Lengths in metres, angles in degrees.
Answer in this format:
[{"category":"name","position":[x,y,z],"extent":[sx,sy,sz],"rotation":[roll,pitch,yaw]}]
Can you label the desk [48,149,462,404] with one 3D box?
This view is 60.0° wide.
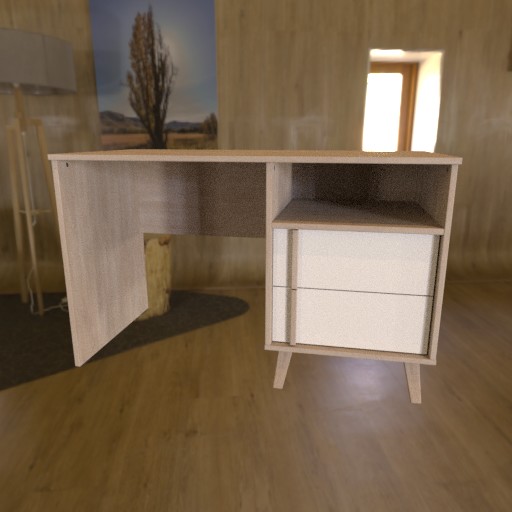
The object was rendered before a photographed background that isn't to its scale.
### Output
[{"category":"desk","position":[0.000,0.000,1.692],"extent":[1.251,0.770,0.600],"rotation":[3,15,11]}]
